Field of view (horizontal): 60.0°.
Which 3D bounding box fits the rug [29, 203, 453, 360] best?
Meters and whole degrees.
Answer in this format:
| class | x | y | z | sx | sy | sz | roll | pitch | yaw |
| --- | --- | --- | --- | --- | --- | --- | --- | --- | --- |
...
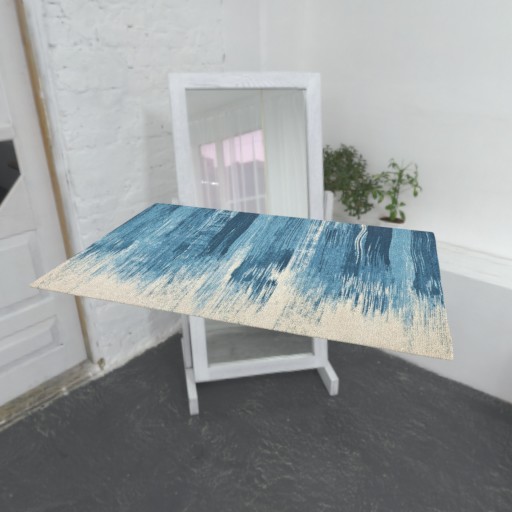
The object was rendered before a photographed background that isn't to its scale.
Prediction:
| class | x | y | z | sx | sy | sz | roll | pitch | yaw |
| --- | --- | --- | --- | --- | --- | --- | --- | --- | --- |
| rug | 0.000 | 0.000 | 2.331 | 1.836 | 0.009 | 1.232 | 7 | 27 | 15 |
